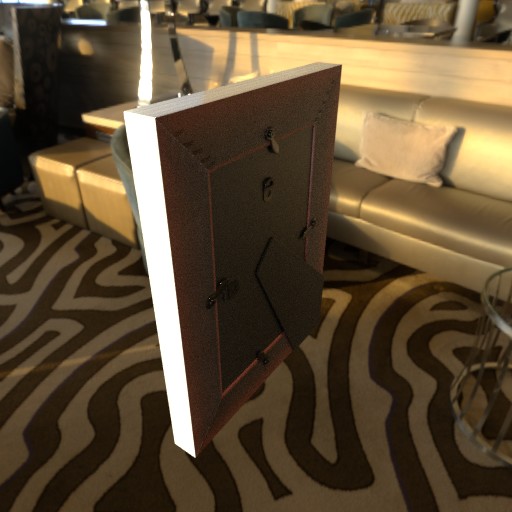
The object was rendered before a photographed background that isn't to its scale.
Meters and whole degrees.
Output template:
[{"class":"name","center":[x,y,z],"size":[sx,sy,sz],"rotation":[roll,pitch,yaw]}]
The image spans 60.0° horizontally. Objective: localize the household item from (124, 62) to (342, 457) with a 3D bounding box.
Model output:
[{"class":"household item","center":[0.000,0.000,0.291],"size":[0.025,0.216,0.165],"rotation":[20,37,30]}]
